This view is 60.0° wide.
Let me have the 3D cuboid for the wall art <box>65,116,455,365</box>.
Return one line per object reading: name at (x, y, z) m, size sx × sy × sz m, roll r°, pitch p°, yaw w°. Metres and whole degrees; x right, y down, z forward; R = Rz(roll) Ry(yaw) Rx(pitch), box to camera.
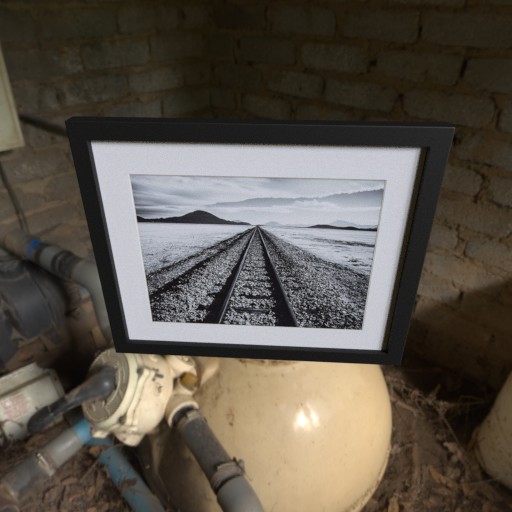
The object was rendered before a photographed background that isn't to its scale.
wall art at (0.000, 0.000, 0.763) m, size 0.559 × 0.458 × 0.029 m, roll 2°, pitch 31°, yaw 3°
